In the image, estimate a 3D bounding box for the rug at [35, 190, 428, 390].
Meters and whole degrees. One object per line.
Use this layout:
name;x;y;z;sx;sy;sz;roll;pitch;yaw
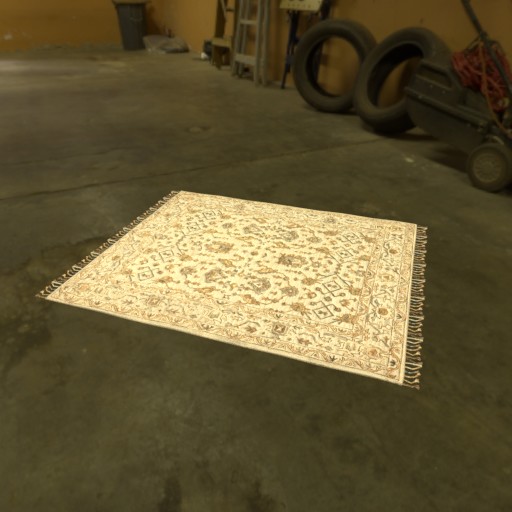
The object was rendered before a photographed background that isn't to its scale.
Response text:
rug;0.000;0.000;4.208;3.061;0.034;2.426;10;32;16
